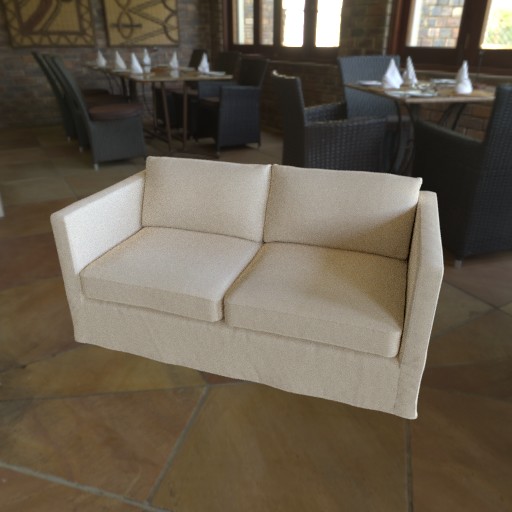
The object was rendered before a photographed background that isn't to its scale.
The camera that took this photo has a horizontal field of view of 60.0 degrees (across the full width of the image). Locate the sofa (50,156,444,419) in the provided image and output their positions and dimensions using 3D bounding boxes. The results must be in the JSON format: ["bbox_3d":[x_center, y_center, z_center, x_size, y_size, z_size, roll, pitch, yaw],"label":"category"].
[{"bbox_3d":[0.000,0.000,2.323,1.746,0.834,0.962,8,27,17],"label":"sofa"}]
